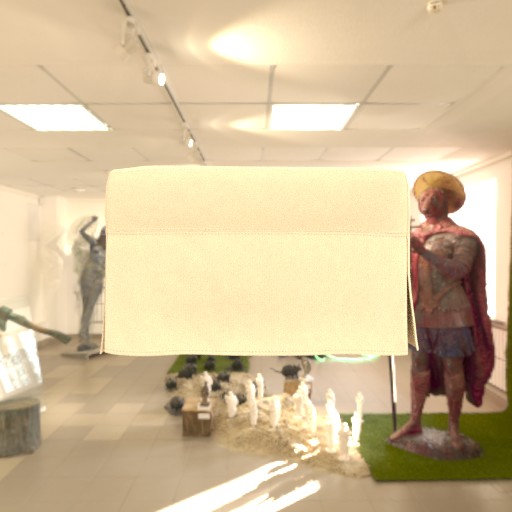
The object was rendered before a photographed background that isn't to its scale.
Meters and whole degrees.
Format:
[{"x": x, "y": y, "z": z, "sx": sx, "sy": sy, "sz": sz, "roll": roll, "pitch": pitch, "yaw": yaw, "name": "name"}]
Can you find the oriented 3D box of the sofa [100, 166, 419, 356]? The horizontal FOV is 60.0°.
[{"x": 0.000, "y": 0.000, "z": 2.069, "sx": 0.939, "sy": 0.552, "sz": 1.677, "roll": 0, "pitch": 0, "yaw": -1, "name": "sofa"}]
